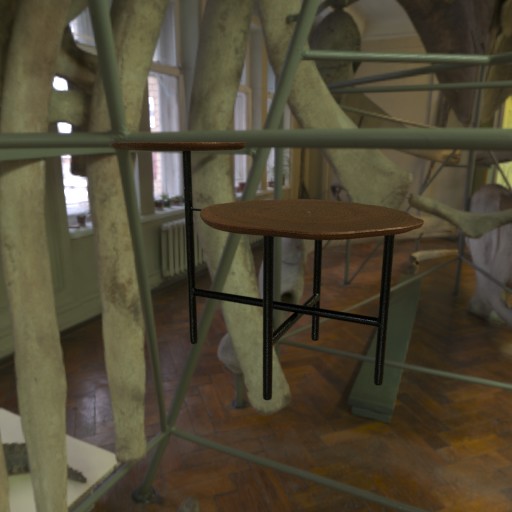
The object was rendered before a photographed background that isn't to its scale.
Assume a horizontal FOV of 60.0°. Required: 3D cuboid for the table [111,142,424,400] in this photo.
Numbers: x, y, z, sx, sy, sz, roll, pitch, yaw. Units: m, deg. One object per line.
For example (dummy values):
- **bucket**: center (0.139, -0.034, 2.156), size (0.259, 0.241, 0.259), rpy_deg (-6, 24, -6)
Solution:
- **table**: center (0.000, 0.000, 1.086), size (0.759, 0.538, 0.442), rpy_deg (7, 16, 25)
